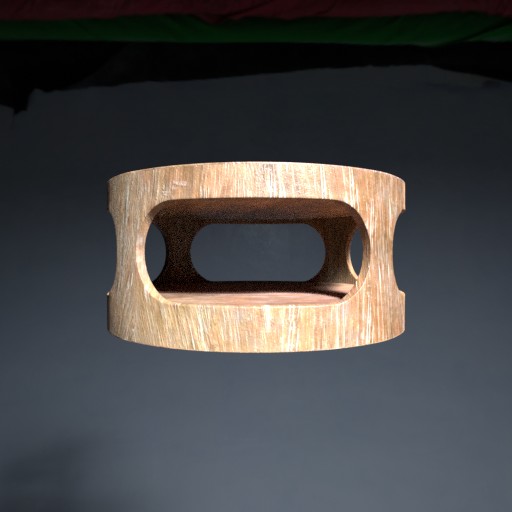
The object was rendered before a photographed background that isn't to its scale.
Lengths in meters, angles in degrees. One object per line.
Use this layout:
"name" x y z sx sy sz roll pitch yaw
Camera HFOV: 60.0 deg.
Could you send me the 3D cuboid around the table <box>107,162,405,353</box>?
"table" 0.000 0.000 1.530 0.974 0.450 0.974 0 0 0
